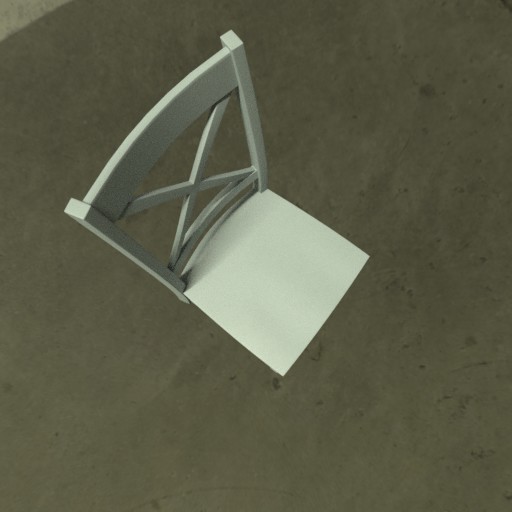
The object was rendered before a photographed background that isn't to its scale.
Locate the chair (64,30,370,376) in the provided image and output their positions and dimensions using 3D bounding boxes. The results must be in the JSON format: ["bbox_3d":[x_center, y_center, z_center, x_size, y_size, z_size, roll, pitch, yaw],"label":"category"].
[{"bbox_3d":[0.000,0.000,1.278,0.542,0.983,0.485,36,78,9],"label":"chair"}]
